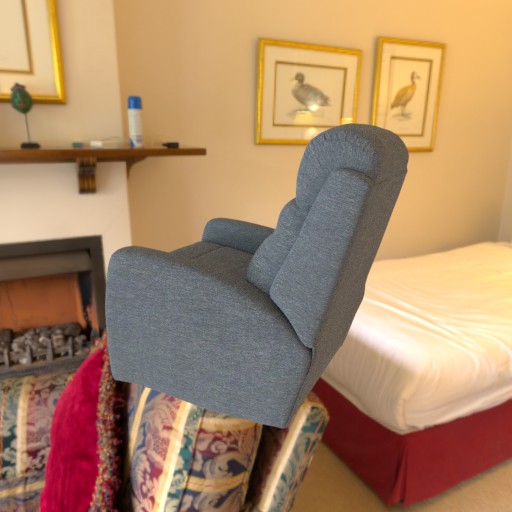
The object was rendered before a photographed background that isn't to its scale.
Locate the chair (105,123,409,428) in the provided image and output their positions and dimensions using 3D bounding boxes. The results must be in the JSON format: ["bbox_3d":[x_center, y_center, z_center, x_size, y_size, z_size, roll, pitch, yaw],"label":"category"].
[{"bbox_3d":[0.000,0.000,1.783,1.043,1.013,0.798,8,17,25],"label":"chair"}]
